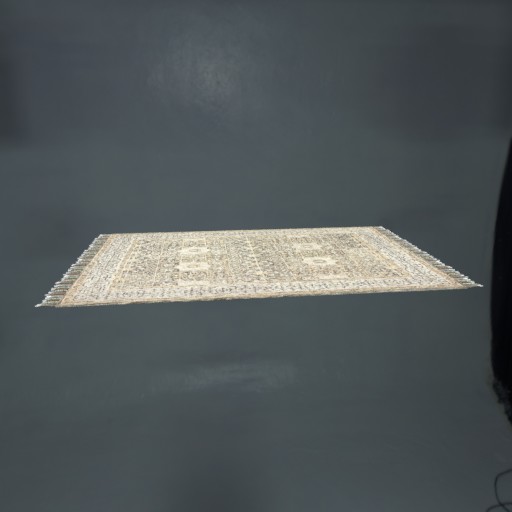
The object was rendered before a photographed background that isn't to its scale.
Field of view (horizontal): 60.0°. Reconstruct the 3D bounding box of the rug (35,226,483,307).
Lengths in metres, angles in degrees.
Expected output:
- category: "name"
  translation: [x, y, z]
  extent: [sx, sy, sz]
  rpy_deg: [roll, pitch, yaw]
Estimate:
- category: "rug"
  translation: [0.000, 0.000, 2.565]
  extent: [2.029, 0.010, 1.237]
  rpy_deg: [-2, 17, -6]
